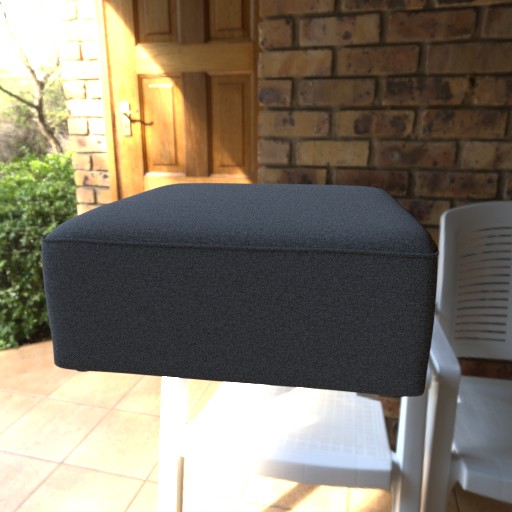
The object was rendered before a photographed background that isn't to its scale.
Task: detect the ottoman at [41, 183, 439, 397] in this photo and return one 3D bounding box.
[{"bbox_3d":[0.000,0.000,1.584,1.005,0.464,1.015,2,16,8],"label":"ottoman"}]
